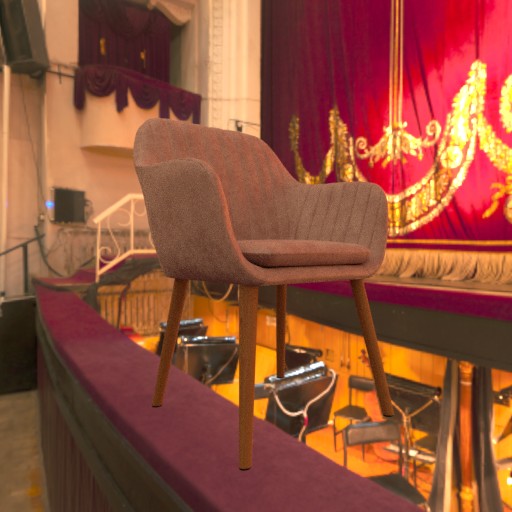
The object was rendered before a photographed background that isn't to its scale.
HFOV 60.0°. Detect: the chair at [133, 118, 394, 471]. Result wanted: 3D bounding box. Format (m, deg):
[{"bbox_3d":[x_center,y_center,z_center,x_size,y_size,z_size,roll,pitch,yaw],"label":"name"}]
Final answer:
[{"bbox_3d":[0.000,0.000,1.231,0.610,0.832,0.570,-1,1,-37],"label":"chair"}]
